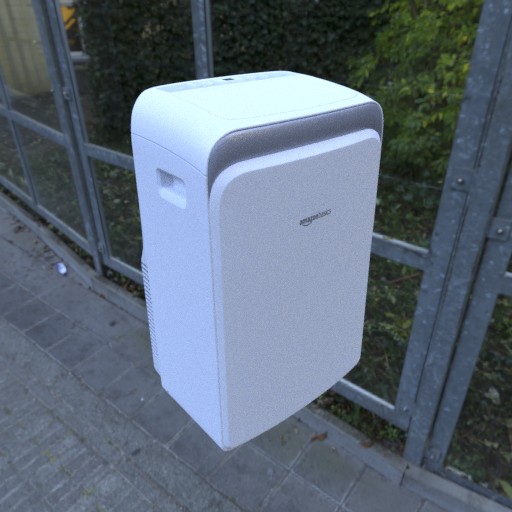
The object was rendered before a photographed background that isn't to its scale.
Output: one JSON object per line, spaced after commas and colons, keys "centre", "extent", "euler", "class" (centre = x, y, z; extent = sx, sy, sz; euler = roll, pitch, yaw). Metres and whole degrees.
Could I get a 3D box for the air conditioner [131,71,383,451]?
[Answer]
{"centre": [0.000, 0.000, 0.961], "extent": [0.454, 0.700, 0.365], "euler": [-22, 37, -33], "class": "air conditioner"}
